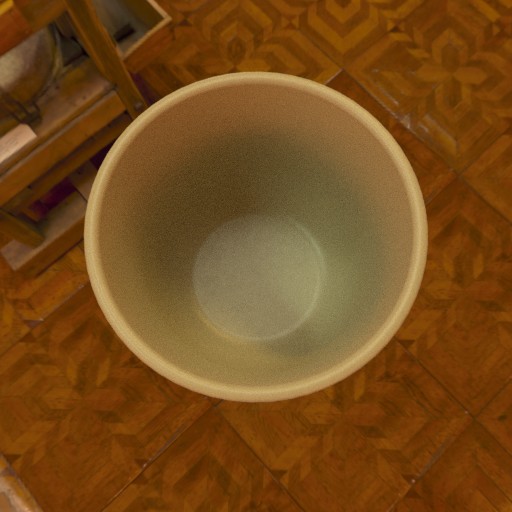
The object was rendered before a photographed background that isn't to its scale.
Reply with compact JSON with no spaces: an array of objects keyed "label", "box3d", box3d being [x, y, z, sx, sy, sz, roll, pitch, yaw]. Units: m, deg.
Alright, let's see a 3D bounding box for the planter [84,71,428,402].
[{"label":"planter","box3d":[0.000,0.000,0.212,0.124,0.109,0.124,0,77,0]}]
